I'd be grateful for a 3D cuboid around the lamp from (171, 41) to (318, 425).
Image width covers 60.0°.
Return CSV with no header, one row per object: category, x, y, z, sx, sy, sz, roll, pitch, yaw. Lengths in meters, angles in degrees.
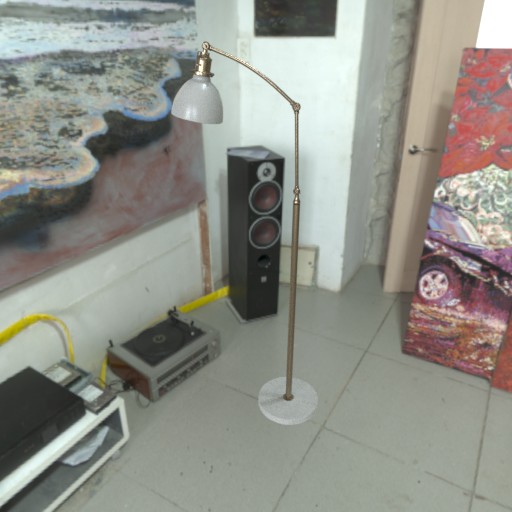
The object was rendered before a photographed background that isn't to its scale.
lamp,0.000,0.000,1.820,0.599,1.586,0.288,1,26,1
